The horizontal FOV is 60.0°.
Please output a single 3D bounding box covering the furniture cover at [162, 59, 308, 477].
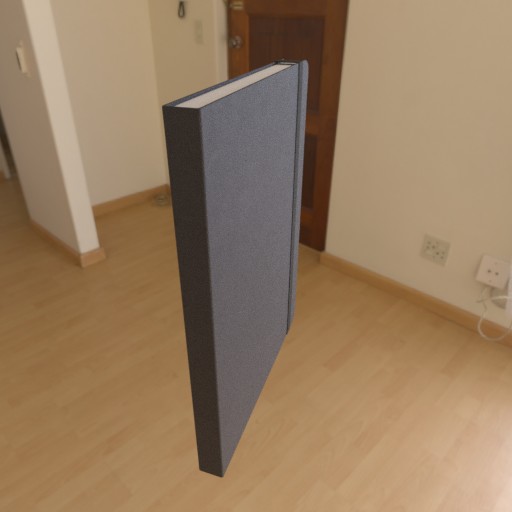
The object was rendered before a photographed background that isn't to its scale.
[{"bbox_3d":[0.000,0.000,0.367,0.023,0.281,0.216,10,32,17],"label":"furniture cover"}]
